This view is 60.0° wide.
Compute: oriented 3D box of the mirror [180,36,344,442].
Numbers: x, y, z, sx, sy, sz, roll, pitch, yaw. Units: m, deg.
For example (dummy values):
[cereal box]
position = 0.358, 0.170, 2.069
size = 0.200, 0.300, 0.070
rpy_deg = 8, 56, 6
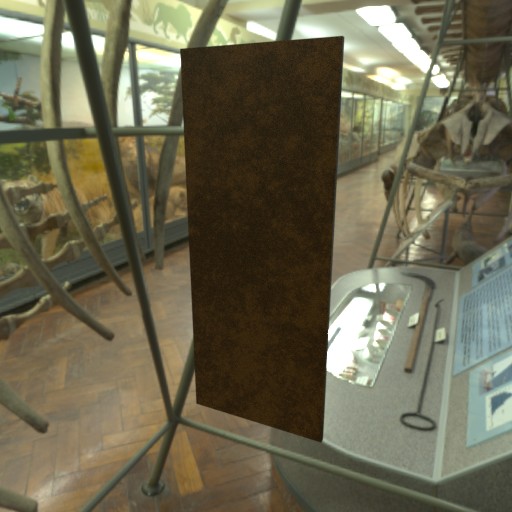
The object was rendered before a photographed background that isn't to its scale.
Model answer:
[mirror]
position = 0.000, 0.000, 2.321
size = 0.812, 2.031, 0.032
rpy_deg = 8, 19, 24
